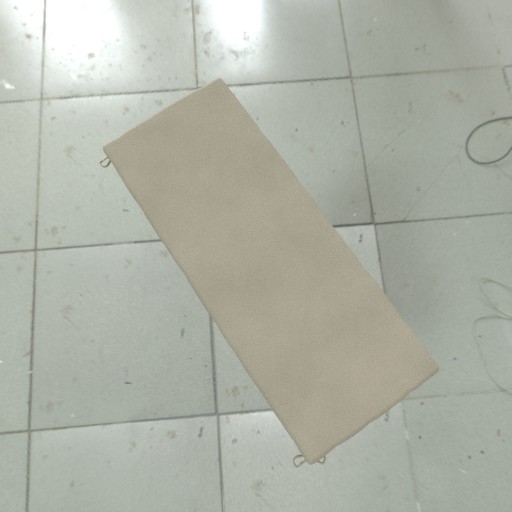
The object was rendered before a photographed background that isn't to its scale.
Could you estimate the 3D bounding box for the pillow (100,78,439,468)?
[{"bbox_3d":[0.000,0.000,1.352,0.492,0.081,1.187,-33,79,-8],"label":"pillow"}]
